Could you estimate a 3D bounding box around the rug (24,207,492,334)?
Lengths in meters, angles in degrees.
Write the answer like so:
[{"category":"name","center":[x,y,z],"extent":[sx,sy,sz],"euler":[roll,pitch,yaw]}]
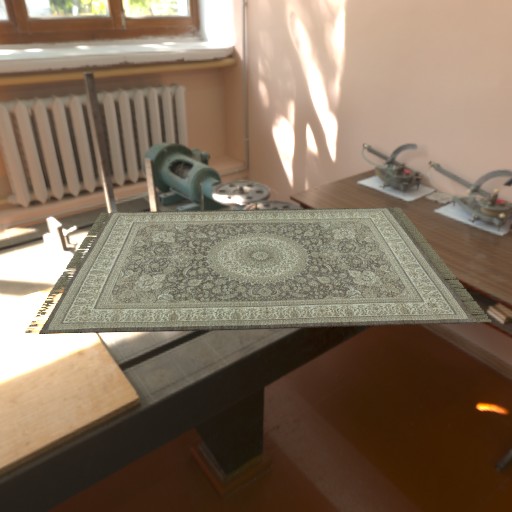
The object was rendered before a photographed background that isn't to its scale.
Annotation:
[{"category":"rug","center":[0.000,0.000,4.153],"extent":[3.422,0.015,2.143],"euler":[-1,30,-2]}]
